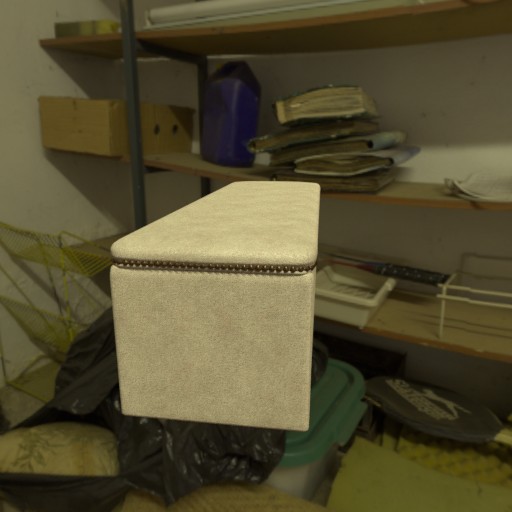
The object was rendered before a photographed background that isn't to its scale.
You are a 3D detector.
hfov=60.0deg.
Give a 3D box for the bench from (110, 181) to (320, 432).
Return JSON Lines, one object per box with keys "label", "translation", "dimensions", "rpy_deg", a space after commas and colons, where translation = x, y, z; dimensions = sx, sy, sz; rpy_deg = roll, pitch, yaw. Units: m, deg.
{"label": "bench", "translation": [0.000, 0.000, 1.700], "dimensions": [0.470, 0.447, 1.482], "rpy_deg": [2, 15, 8]}
